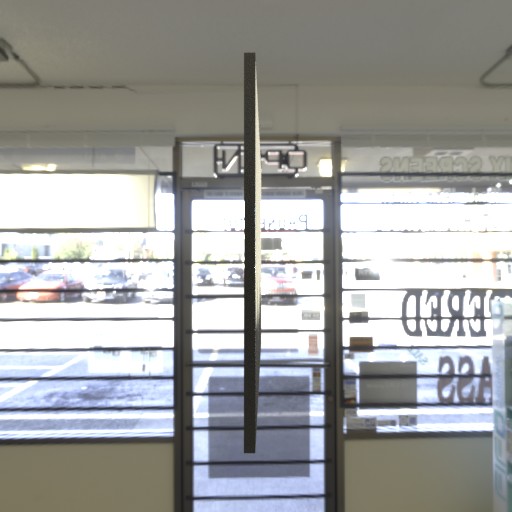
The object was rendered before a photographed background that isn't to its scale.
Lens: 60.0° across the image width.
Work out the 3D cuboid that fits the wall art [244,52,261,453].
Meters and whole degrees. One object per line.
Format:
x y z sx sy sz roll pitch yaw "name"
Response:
0.000 0.000 1.209 0.019 0.660 0.957 0 -1 1 "wall art"
